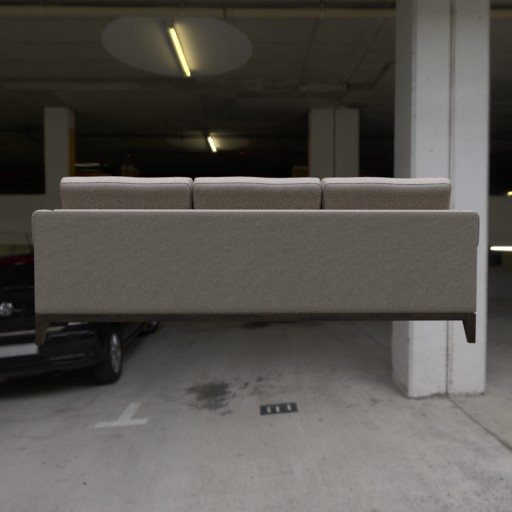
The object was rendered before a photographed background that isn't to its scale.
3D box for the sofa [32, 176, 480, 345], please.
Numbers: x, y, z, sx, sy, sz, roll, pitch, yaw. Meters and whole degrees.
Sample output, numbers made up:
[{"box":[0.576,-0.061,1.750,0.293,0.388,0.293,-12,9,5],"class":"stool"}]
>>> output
[{"box":[0.000,0.000,2.642,2.210,0.838,0.959,0,2,-1],"class":"sofa"}]
